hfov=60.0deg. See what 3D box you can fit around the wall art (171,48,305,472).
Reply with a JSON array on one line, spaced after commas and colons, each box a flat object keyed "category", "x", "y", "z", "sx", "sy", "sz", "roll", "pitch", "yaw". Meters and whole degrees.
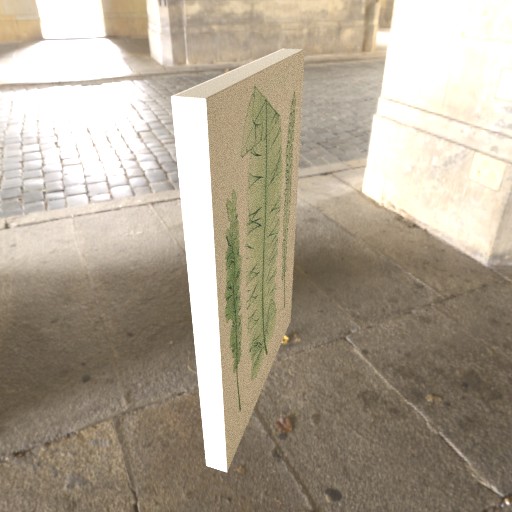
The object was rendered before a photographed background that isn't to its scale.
[{"category": "wall art", "x": 0.000, "y": 0.000, "z": 0.766, "sx": 0.038, "sy": 0.608, "sz": 0.418, "roll": 10, "pitch": 33, "yaw": 16}]
